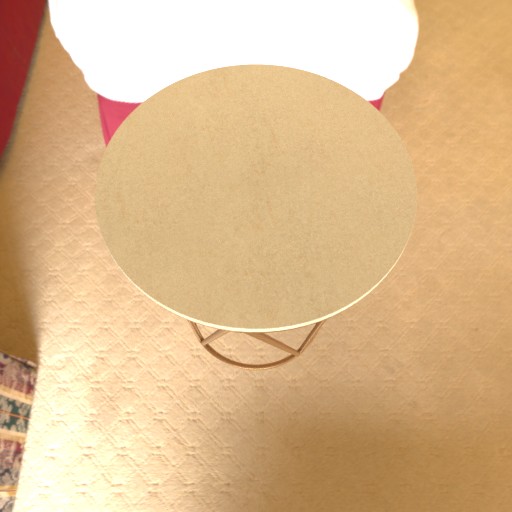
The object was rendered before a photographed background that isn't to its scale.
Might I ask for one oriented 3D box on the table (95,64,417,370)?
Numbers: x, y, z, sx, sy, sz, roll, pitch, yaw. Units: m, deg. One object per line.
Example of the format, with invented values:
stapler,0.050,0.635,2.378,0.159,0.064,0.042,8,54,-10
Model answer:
table,0.000,0.000,0.947,0.500,0.564,0.500,0,63,0
